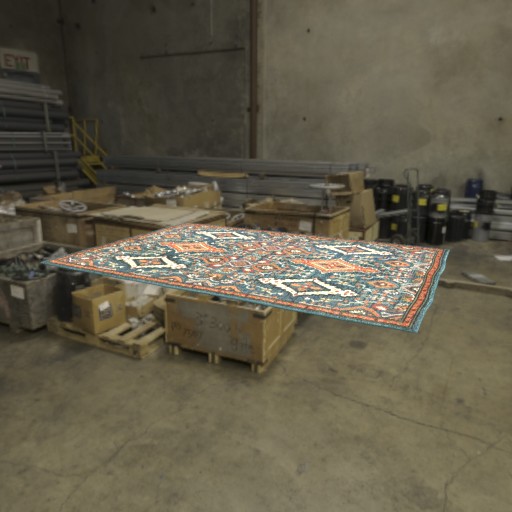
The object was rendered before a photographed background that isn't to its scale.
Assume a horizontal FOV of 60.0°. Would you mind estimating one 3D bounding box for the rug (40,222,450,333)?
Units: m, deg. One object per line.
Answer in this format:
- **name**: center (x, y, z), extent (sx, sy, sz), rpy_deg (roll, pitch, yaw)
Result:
- **rug**: center (0.000, 0.000, 3.061), extent (2.373, 0.009, 1.622), rpy_deg (8, 17, 26)
